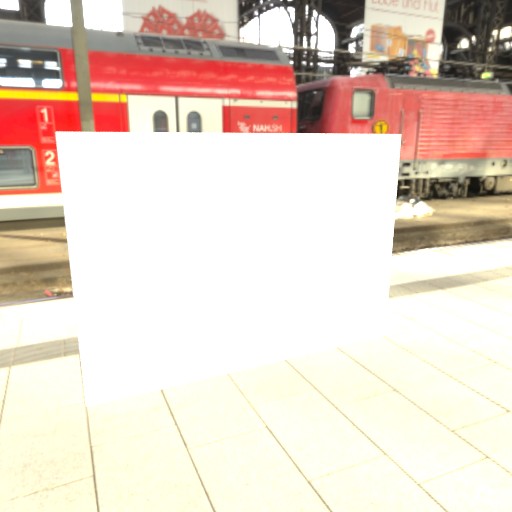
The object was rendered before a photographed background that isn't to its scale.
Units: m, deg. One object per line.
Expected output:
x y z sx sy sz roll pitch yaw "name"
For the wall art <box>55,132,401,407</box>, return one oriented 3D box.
0.000 0.000 1.691 1.308 0.902 0.051 -7 16 -25 "wall art"
